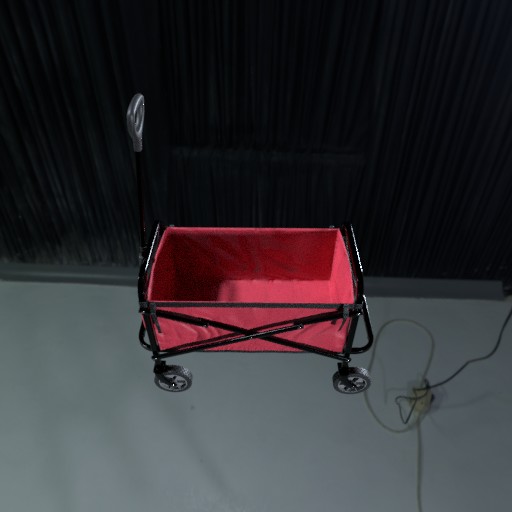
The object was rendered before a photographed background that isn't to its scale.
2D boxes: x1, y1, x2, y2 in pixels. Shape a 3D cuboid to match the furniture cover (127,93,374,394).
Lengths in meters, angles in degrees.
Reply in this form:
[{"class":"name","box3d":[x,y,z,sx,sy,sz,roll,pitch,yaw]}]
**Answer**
[{"class":"furniture cover","box3d":[0.000,0.000,1.788,1.038,1.295,0.532,0,42,1]}]
